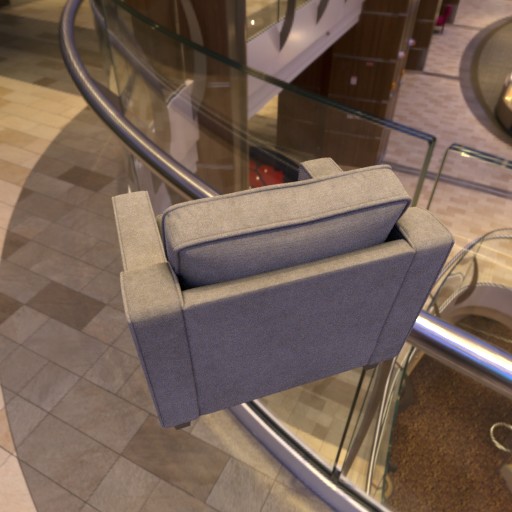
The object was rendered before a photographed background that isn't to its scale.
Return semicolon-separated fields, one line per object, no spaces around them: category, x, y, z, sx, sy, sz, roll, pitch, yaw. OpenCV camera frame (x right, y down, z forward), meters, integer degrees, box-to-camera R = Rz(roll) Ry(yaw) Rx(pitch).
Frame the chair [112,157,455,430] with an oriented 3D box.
chair;0.000;0.000;1.636;0.926;0.944;0.840;-13;44;-14
